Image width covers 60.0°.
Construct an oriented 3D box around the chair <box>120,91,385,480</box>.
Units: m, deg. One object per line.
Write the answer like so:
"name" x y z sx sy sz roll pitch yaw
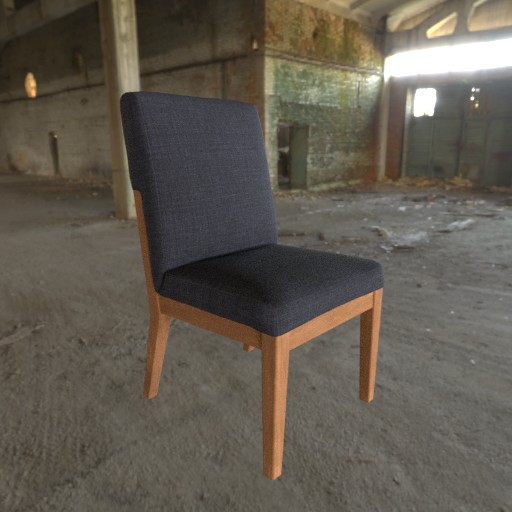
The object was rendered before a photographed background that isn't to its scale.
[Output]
"chair" 0.000 0.000 1.282 0.586 0.911 0.507 13 19 41
